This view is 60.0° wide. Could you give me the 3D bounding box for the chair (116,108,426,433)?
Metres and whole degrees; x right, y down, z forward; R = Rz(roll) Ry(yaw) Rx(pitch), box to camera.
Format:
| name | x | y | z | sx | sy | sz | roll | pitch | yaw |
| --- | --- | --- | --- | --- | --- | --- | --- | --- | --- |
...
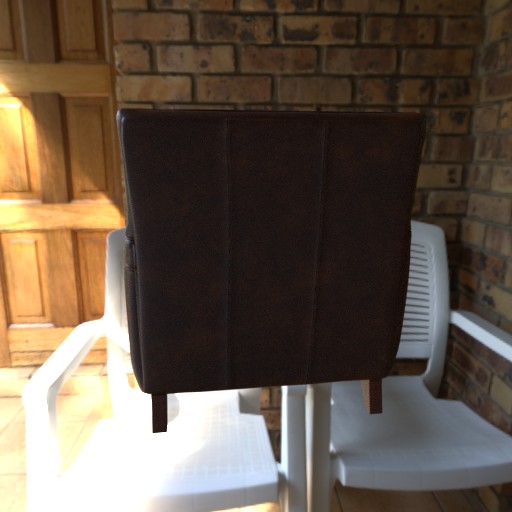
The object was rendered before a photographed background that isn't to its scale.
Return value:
| name | x | y | z | sx | sy | sz | roll | pitch | yaw |
| --- | --- | --- | --- | --- | --- | --- | --- | --- | --- |
| chair | 0.000 | 0.000 | 1.605 | 0.870 | 0.943 | 0.823 | -2 | 13 | -8 |
